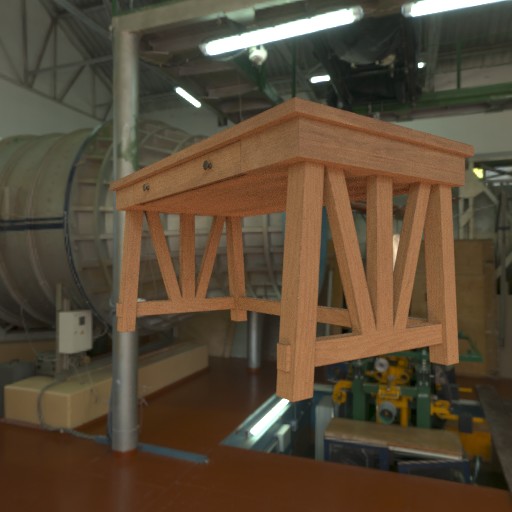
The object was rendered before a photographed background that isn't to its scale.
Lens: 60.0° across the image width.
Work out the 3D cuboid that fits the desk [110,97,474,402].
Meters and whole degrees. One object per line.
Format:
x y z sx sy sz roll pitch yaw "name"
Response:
0.000 0.000 1.927 0.813 0.762 1.499 0 -1 -35 "desk"
